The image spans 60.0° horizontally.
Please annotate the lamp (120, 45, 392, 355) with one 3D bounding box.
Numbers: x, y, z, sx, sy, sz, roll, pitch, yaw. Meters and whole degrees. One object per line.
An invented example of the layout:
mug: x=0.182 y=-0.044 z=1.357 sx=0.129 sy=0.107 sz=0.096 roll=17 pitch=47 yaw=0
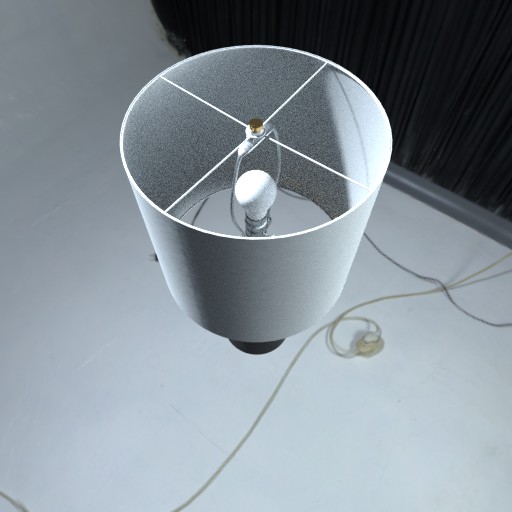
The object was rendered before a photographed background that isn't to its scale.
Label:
lamp: x=0.000 y=0.000 z=0.750 sx=0.308 sy=0.580 sz=0.308 roll=33 pitch=64 yaw=18
